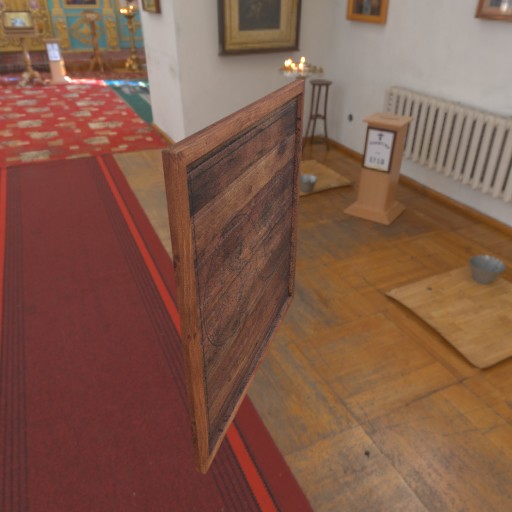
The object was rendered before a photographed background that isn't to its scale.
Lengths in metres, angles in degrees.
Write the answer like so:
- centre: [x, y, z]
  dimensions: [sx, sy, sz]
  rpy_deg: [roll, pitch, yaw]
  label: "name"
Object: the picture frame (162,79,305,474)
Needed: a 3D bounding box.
- centre: [0.000, 0.000, 1.236]
  dimensions: [0.029, 0.817, 0.810]
  rpy_deg: [10, 31, 17]
  label: "picture frame"
